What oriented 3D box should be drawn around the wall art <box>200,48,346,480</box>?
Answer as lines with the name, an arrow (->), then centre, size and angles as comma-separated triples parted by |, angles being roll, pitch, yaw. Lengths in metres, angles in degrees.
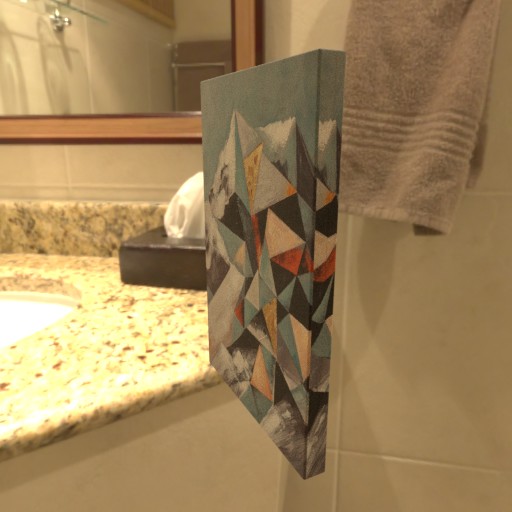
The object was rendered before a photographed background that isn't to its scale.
wall art -> 0.000, 0.000, 1.167 | 0.061, 0.911, 0.609 | -8, 17, -26
